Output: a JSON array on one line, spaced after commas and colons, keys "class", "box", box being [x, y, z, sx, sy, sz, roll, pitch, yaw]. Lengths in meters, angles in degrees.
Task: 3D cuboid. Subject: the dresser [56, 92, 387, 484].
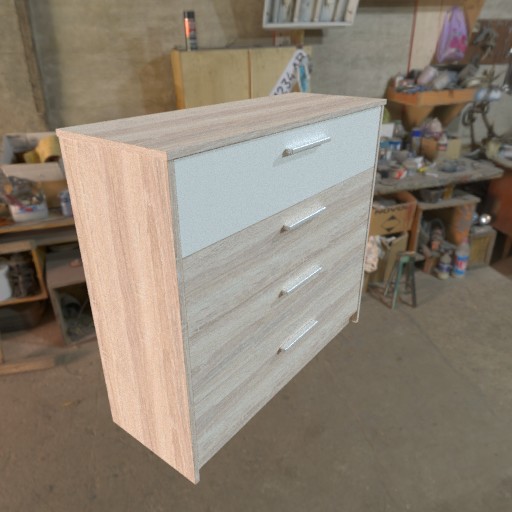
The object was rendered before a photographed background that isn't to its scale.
[{"class": "dresser", "box": [0.000, 0.000, 1.436, 0.380, 0.900, 0.980, 19, 32, 33]}]
